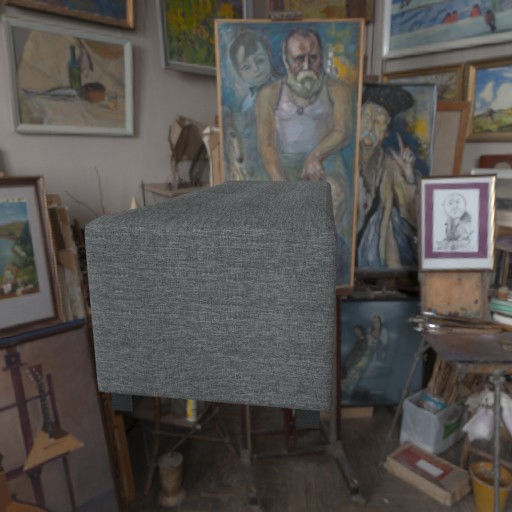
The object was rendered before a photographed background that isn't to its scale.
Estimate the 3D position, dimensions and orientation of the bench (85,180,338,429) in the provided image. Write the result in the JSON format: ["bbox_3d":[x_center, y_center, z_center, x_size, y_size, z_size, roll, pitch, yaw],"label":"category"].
[{"bbox_3d":[0.000,0.000,1.511,0.508,0.445,1.296,2,13,9],"label":"bench"}]
